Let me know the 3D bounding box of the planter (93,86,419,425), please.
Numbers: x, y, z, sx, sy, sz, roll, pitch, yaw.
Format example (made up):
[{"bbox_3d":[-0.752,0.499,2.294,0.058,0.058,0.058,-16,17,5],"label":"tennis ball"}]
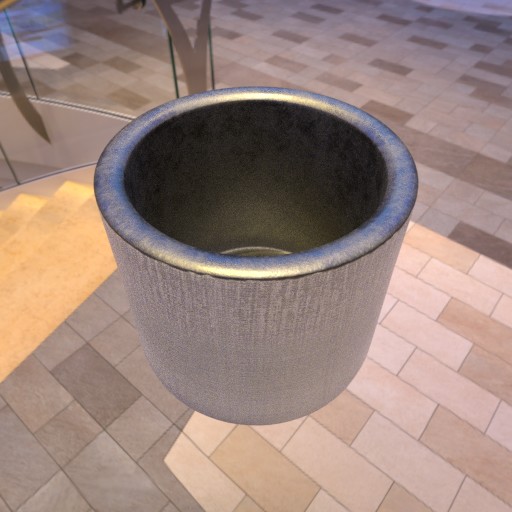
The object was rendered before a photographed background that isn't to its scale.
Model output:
[{"bbox_3d":[0.000,0.000,0.212,0.125,0.112,0.125,0,46,0],"label":"planter"}]
